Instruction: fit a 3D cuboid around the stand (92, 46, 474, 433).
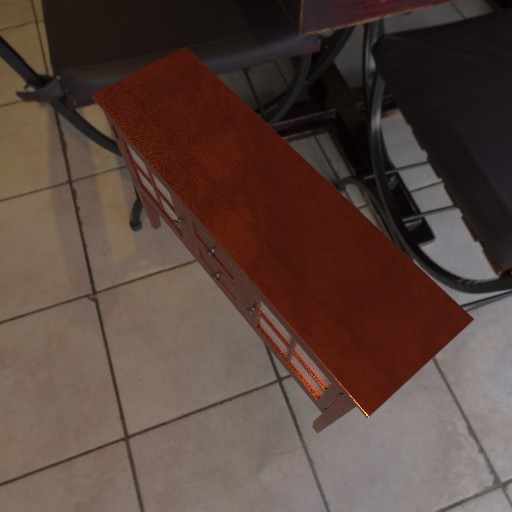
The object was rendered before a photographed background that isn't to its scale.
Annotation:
[{"bbox_3d":[0.000,0.000,1.754,0.410,0.872,1.362,-36,69,-16],"label":"stand"}]
